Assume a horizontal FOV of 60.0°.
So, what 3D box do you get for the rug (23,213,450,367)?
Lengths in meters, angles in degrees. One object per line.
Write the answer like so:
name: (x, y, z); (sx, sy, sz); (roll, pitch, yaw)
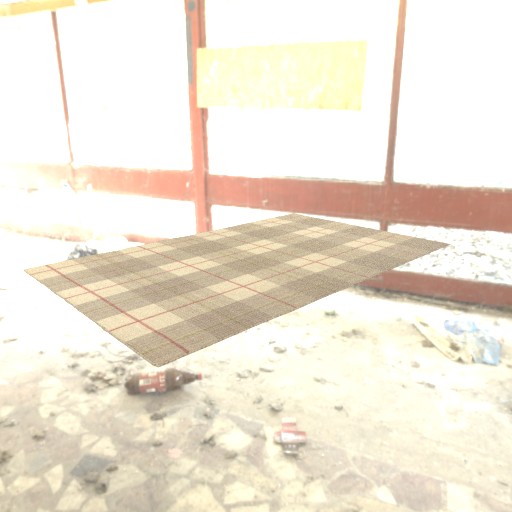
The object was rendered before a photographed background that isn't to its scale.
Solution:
rug: (0.000, 0.000, 2.971); (2.464, 0.010, 1.549); (-16, 23, -41)
